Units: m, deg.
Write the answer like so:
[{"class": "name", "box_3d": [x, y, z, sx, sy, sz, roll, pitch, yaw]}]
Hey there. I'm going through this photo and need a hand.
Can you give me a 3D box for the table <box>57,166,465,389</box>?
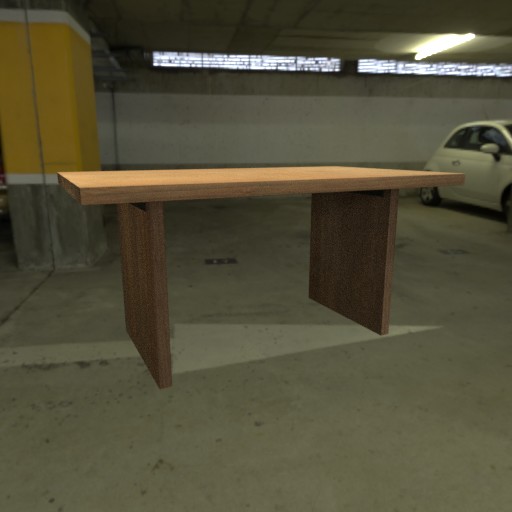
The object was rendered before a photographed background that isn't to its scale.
[{"class": "table", "box_3d": [0.000, 0.000, 2.113, 1.609, 0.780, 0.946, -7, 15, -26]}]
